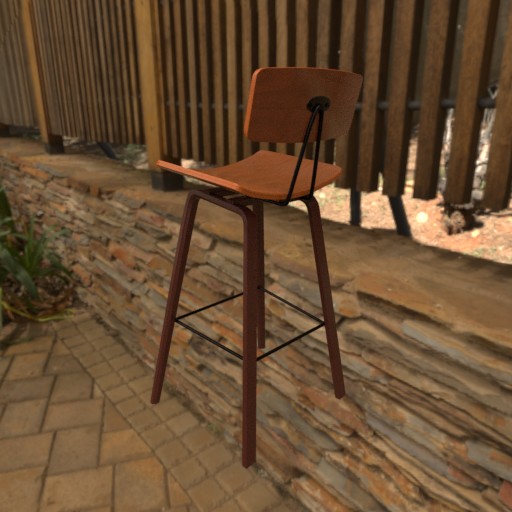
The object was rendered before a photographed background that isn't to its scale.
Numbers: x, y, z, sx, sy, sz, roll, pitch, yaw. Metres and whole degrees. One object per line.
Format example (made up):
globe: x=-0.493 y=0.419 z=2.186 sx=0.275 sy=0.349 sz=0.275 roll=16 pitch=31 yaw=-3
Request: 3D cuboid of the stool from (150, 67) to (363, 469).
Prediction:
stool: x=0.000 y=0.000 z=1.270 sx=0.509 sy=0.969 sz=0.440 roll=-17 pitch=25 yaw=-41
